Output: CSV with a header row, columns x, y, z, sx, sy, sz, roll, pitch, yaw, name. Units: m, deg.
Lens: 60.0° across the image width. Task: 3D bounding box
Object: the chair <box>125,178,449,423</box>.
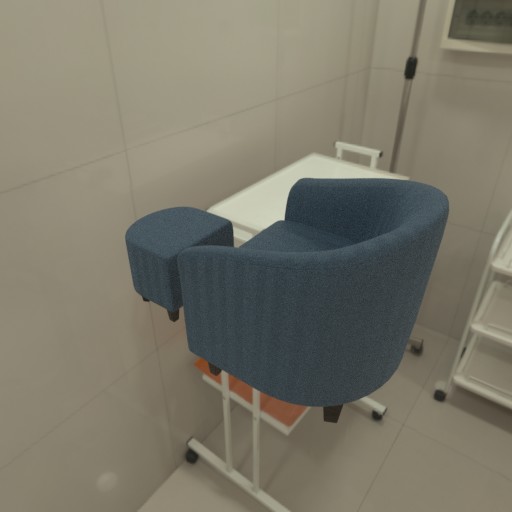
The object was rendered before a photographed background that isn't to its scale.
x,y,z,sx,sy,sz,roll,pitch,yaw,name
0.000,0.000,1.733,1.288,0.757,0.756,21,38,30,chair
